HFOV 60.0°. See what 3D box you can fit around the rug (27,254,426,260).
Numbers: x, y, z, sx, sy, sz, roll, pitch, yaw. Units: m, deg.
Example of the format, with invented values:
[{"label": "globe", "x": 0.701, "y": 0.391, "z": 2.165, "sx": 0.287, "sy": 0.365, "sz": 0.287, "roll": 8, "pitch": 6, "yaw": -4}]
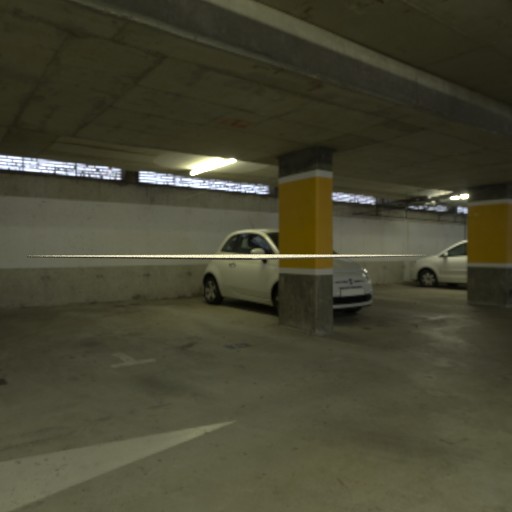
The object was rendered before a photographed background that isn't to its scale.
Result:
[{"label": "rug", "x": 0.000, "y": 0.000, "z": 2.953, "sx": 1.593, "sy": 0.008, "sz": 2.238, "roll": 0, "pitch": 1, "yaw": 36}]
